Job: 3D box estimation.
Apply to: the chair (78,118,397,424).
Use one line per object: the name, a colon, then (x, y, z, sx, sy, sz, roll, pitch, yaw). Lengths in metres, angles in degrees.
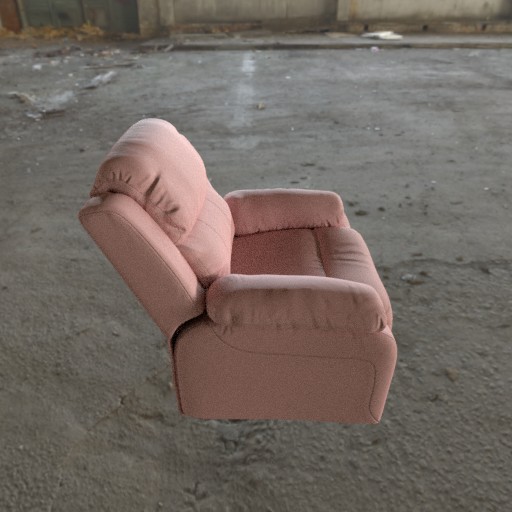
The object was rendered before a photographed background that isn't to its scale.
chair: (0.000, 0.000, 1.242, 0.709, 0.702, 0.680, 0, 31, 0)
